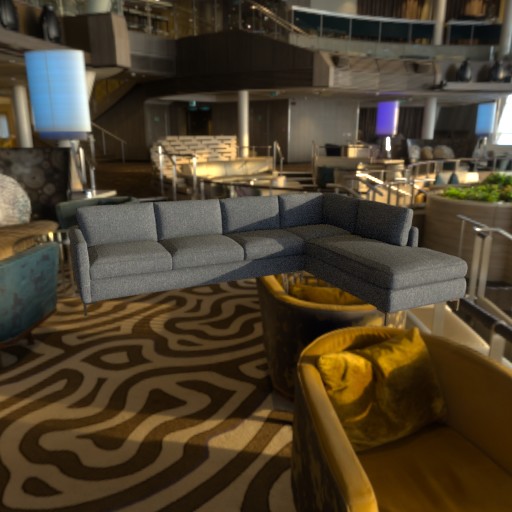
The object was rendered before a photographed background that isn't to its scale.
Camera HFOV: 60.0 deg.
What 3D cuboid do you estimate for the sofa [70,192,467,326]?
[{"bbox_3d":[0.000,0.000,3.894,2.949,0.815,2.007,-7,17,-24],"label":"sofa"}]
